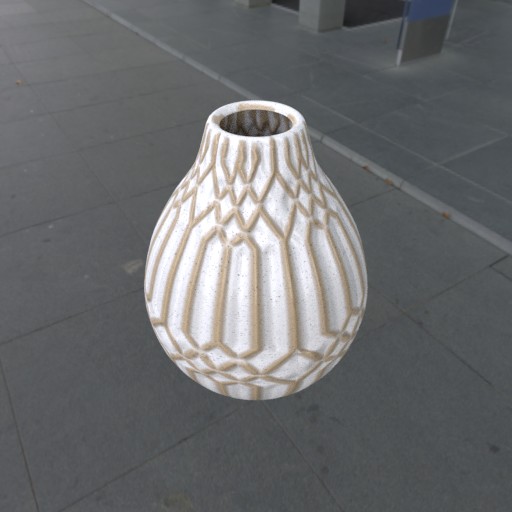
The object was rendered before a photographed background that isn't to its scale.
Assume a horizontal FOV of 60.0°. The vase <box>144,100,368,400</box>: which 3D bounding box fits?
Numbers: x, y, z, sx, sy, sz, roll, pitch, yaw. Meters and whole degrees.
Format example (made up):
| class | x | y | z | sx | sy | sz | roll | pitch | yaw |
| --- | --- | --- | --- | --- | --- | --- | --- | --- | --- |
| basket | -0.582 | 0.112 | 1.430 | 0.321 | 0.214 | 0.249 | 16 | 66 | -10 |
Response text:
| class | x | y | z | sx | sy | sz | roll | pitch | yaw |
| --- | --- | --- | --- | --- | --- | --- | --- | --- | --- |
| vase | 0.000 | 0.000 | 0.309 | 0.159 | 0.200 | 0.159 | 0 | 41 | 0 |
